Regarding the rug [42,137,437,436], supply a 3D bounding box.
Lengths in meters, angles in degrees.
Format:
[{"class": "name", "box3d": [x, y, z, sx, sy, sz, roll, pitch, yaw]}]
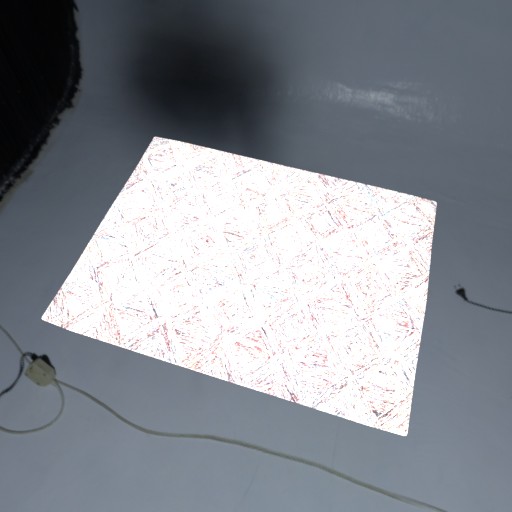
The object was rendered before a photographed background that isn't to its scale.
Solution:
[{"class": "rug", "box3d": [0.000, 0.000, 4.264, 3.226, 0.024, 2.436, 15, 59, 9]}]
